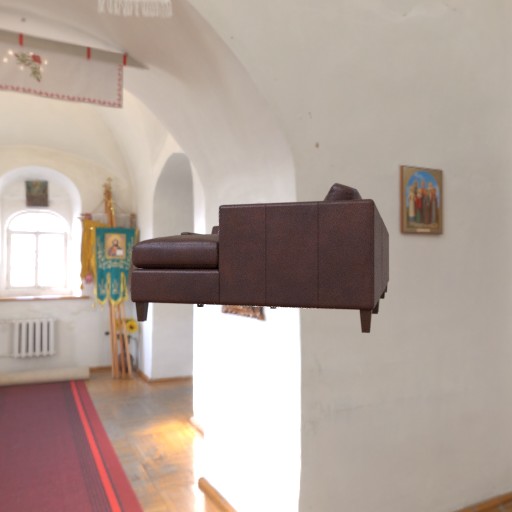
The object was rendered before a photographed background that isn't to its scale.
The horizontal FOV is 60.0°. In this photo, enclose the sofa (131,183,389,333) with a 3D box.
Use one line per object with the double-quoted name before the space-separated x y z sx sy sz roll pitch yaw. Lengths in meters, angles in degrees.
"sofa" 0.000 0.000 4.388 2.452 0.891 3.324 0 0 18
